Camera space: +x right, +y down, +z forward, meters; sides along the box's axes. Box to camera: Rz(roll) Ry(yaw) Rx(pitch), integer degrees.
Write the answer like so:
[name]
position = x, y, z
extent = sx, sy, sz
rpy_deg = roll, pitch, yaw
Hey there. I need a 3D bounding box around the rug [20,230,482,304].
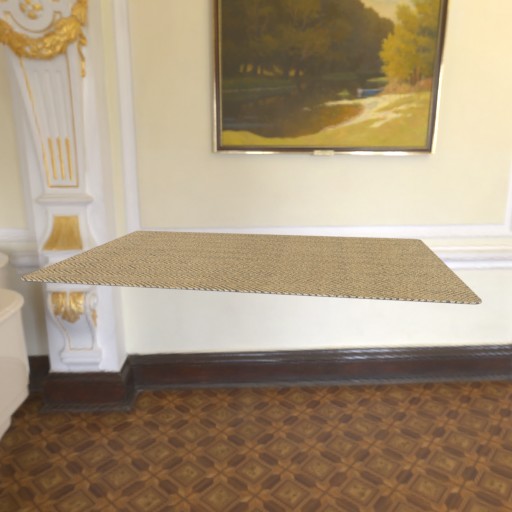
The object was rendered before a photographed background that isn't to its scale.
[rug]
position = 0.000, 0.000, 2.178
extent = 1.752, 0.008, 1.144
rpy_deg = 2, 13, 9
